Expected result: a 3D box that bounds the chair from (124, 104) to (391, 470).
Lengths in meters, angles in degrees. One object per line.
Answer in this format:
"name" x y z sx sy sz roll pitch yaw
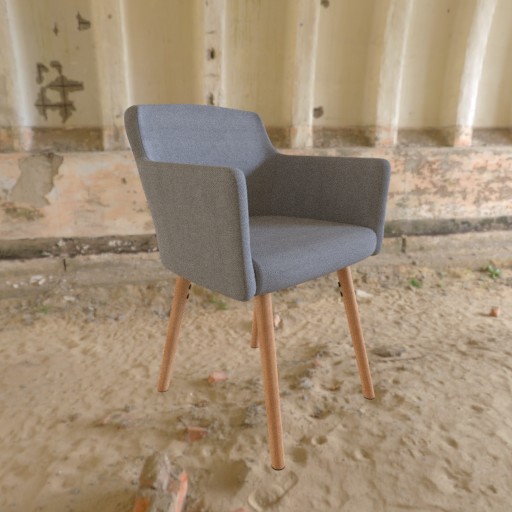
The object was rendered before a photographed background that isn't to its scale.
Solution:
"chair" 0.000 0.000 1.167 0.540 0.780 0.570 14 20 42
